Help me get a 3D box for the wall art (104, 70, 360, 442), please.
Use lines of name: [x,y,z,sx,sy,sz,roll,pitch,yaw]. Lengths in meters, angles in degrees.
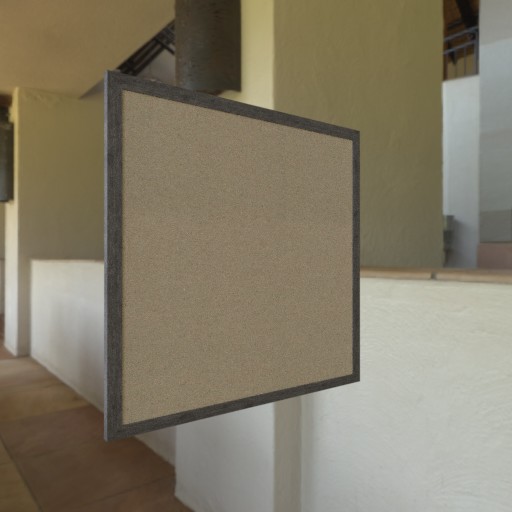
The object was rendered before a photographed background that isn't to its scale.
wall art: [0.000,0.000,0.682,0.457,0.457,0.013,0,0,-35]
